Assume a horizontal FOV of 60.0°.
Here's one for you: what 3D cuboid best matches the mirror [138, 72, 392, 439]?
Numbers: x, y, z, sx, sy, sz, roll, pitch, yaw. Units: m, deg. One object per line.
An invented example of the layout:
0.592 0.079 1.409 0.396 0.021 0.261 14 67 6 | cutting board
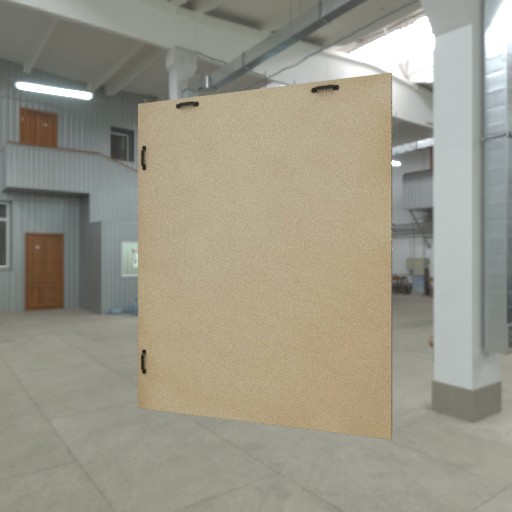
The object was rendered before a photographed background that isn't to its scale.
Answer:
0.000 0.000 0.692 0.406 0.509 0.041 0 0 18 | mirror
